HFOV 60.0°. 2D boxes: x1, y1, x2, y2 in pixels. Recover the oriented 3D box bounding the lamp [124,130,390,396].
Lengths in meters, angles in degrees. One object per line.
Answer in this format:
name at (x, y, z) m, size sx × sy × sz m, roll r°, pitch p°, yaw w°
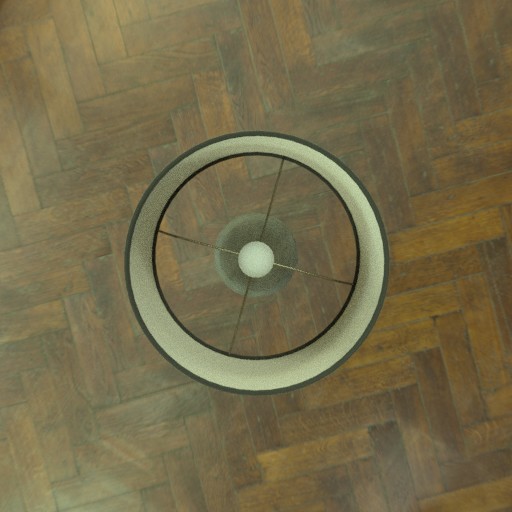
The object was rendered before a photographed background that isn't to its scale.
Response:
lamp at (0.000, 0.000, 0.836) m, size 0.376 × 0.594 × 0.376 m, roll 0°, pitch 92°, yaw 0°
